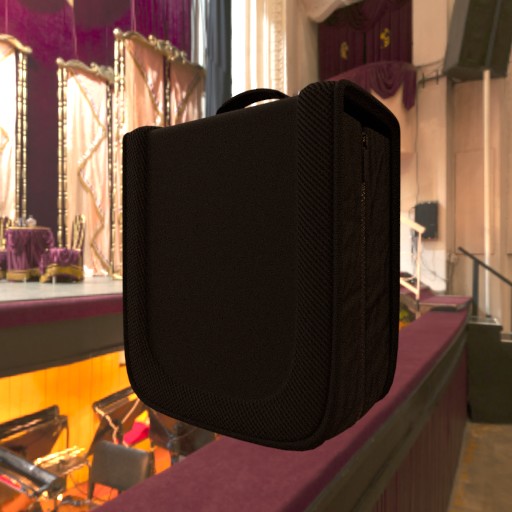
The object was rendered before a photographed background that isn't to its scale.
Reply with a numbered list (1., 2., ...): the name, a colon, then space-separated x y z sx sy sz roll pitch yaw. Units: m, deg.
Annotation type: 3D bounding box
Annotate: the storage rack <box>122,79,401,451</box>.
1. storage rack: 0.000 0.000 0.533 0.297 0.387 0.168 0 0 36
